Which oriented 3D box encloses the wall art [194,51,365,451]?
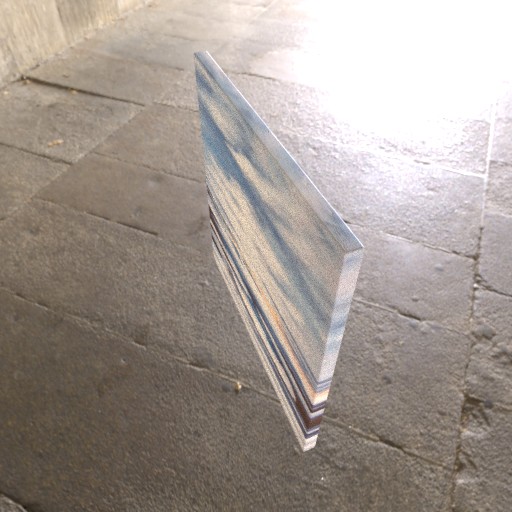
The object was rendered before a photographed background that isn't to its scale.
[{"bbox_3d":[0.000,0.000,1.131,0.035,0.747,0.747,-16,49,-15],"label":"wall art"}]
